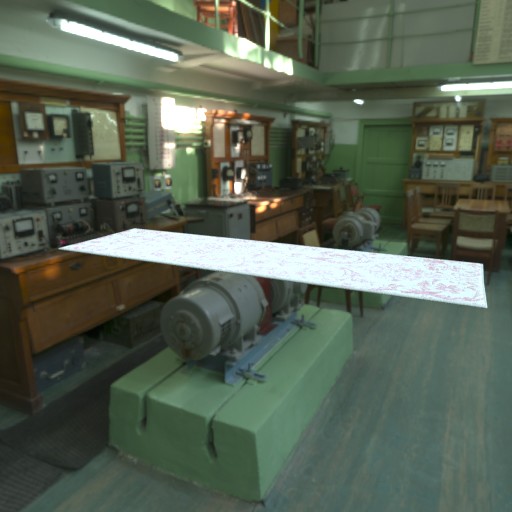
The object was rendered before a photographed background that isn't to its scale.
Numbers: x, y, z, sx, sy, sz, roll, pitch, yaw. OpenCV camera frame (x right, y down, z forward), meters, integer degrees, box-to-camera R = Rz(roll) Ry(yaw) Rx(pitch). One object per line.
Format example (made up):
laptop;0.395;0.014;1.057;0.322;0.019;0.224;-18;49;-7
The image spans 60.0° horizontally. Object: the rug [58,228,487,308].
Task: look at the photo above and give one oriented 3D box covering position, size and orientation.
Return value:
rug;0.000;0.000;2.378;2.196;0.011;0.662;7;16;24
